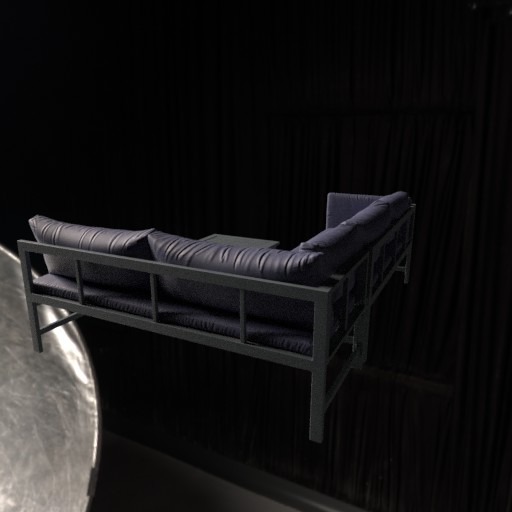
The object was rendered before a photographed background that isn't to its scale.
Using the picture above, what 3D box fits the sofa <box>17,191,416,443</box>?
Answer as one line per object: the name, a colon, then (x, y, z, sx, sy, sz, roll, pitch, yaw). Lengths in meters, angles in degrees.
sofa: (0.000, 0.000, 2.898, 1.658, 0.762, 2.149, 8, 18, 26)
